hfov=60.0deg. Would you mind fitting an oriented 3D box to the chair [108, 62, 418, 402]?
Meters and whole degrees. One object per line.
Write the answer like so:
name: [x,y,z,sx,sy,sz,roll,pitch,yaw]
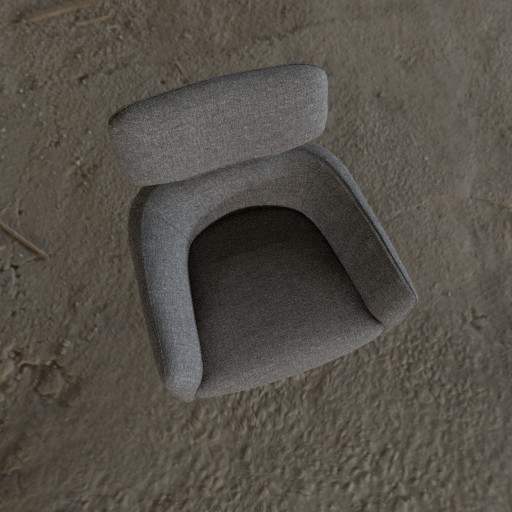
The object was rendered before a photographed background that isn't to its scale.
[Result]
chair: [0.000,0.000,1.350,0.706,0.812,0.715,-17,65,-8]
